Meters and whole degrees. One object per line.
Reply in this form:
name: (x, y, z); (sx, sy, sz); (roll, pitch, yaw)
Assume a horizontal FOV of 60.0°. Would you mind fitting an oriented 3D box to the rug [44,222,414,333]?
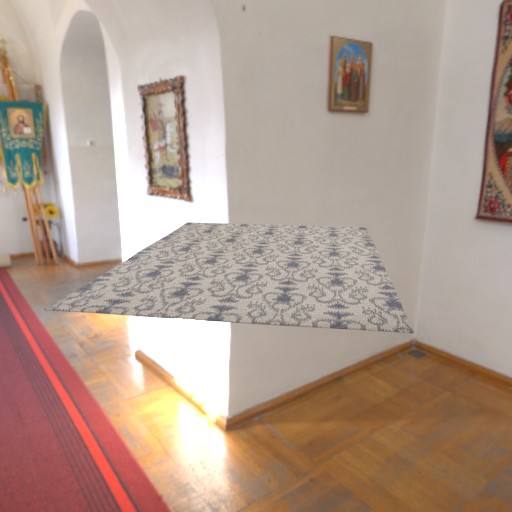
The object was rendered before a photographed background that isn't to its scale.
rug: (0.000, 0.000, 3.035); (1.676, 0.013, 2.261); (2, 15, 8)
